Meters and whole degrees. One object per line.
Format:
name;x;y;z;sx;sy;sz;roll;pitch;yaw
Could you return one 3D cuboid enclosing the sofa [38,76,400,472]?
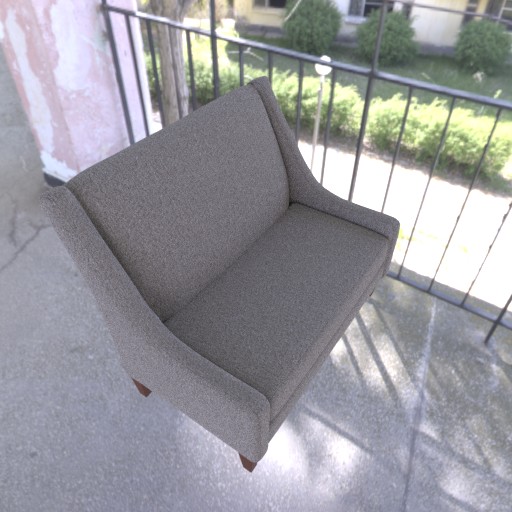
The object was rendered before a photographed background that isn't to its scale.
sofa;0.000;0.000;1.905;0.862;1.026;1.242;25;48;25
